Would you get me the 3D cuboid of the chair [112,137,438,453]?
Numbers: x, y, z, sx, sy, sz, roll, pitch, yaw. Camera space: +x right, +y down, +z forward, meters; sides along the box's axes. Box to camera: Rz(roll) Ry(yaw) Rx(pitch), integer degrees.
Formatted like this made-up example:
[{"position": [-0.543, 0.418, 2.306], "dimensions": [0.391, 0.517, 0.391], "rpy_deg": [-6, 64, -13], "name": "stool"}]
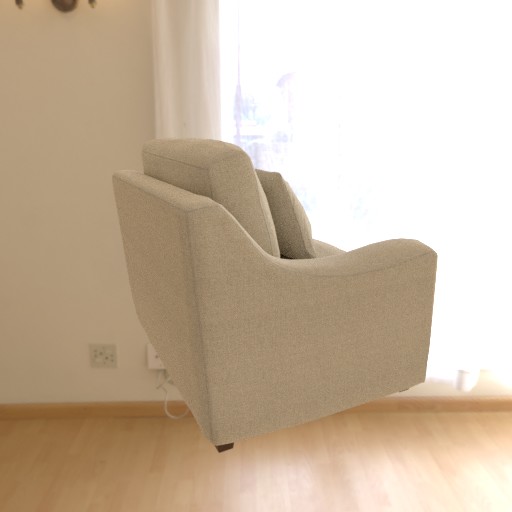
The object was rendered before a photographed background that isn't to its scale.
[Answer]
[{"position": [0.000, 0.000, 1.964], "dimensions": [1.009, 1.016, 1.178], "rpy_deg": [-8, 18, -25], "name": "chair"}]
